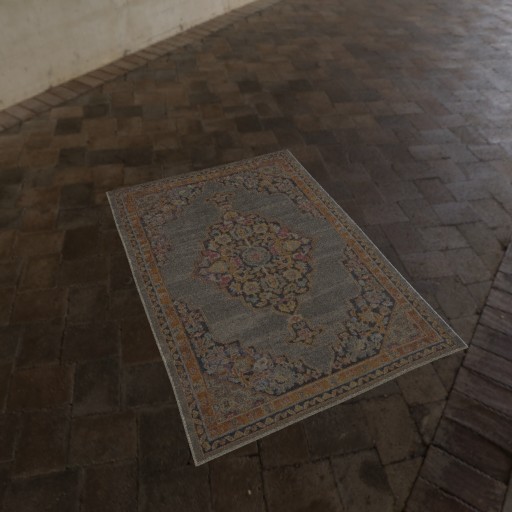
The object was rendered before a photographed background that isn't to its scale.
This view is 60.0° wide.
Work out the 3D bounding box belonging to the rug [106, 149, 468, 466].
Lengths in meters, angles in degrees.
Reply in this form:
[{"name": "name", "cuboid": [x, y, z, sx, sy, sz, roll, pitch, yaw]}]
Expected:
[{"name": "rug", "cuboid": [0.000, 0.000, 3.813, 2.043, 0.026, 2.901, -17, 47, -17]}]
